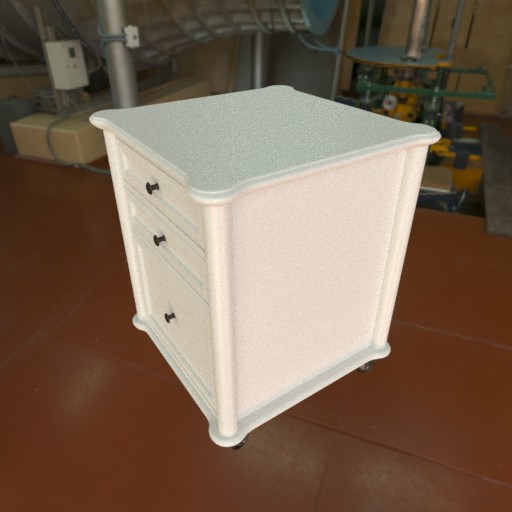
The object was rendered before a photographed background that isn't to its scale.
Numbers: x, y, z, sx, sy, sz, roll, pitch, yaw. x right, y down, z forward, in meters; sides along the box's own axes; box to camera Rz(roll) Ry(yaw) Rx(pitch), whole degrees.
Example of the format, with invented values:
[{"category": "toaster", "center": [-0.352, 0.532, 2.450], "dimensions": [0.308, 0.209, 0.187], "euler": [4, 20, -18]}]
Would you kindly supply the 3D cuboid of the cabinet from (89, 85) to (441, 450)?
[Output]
[{"category": "cabinet", "center": [0.000, 0.000, 1.255], "dimensions": [0.627, 0.761, 0.628], "euler": [-20, 38, -29]}]
